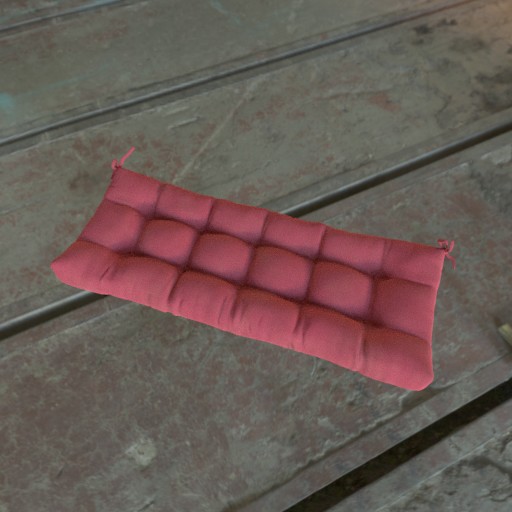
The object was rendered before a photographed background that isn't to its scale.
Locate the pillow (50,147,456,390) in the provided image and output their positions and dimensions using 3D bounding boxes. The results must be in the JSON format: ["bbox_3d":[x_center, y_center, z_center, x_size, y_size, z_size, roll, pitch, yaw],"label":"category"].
[{"bbox_3d":[0.000,0.000,1.366,1.194,0.174,0.511,15,59,9],"label":"pillow"}]
